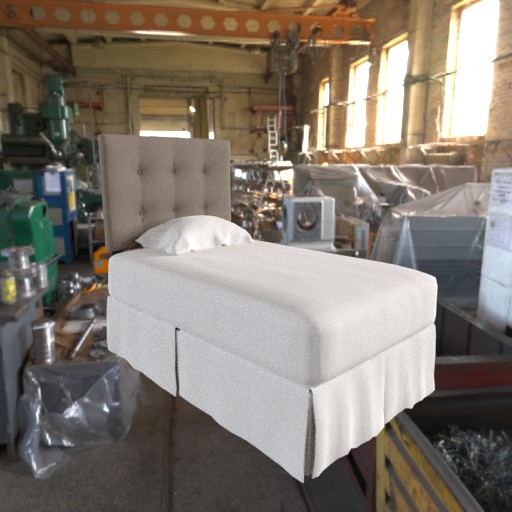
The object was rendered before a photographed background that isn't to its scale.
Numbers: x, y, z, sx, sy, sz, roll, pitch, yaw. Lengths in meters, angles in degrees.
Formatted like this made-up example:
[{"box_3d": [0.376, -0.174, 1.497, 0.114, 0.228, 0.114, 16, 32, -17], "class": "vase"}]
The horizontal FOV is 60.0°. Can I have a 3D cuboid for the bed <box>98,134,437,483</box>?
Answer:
[{"box_3d": [0.000, 0.000, 2.869, 1.261, 1.571, 1.997, -11, 16, -42], "class": "bed"}]
